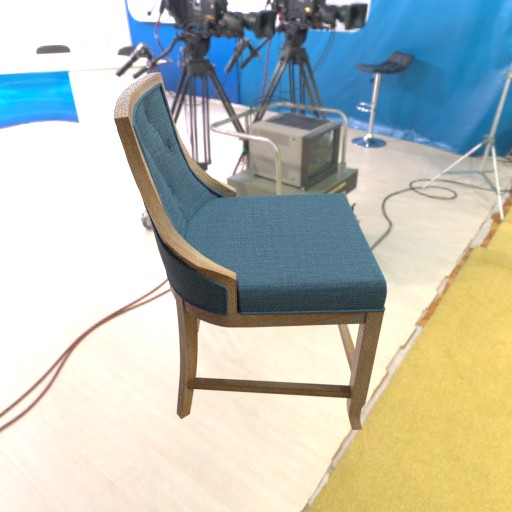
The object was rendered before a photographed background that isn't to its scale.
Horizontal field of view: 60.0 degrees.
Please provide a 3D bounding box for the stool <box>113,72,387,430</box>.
[{"bbox_3d":[0.000,0.000,1.297,0.626,0.938,0.524,-1,33,-2],"label":"stool"}]
